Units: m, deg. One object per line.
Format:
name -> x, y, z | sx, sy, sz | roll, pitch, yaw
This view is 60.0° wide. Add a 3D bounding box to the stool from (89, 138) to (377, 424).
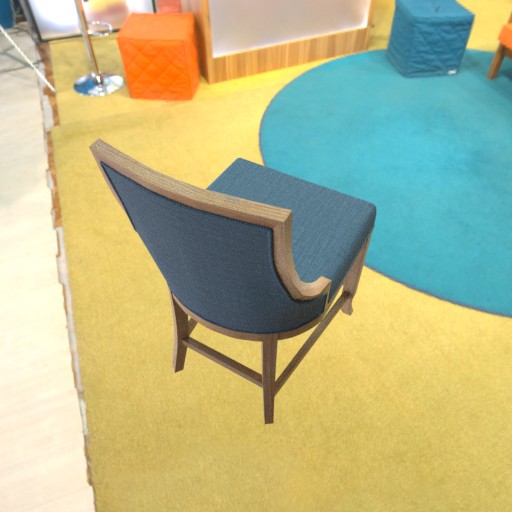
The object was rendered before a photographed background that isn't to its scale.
stool -> 0.000, 0.000, 1.307 | 0.524, 0.938, 0.626 | 23, 51, 20
